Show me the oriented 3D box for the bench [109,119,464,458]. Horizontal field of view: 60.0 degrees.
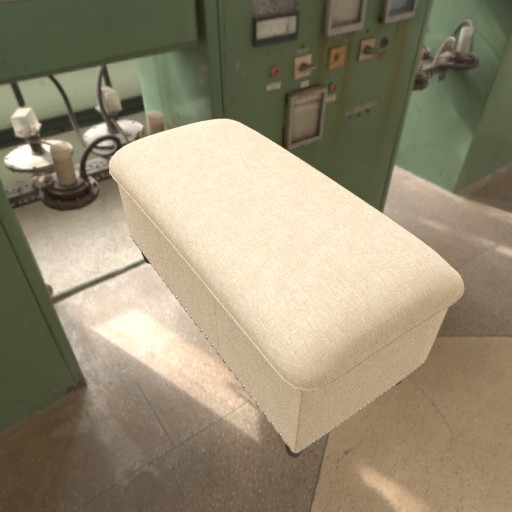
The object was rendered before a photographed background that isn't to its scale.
[{"bbox_3d":[0.000,0.000,1.260,0.483,0.483,0.991,-24,47,-25],"label":"bench"}]
